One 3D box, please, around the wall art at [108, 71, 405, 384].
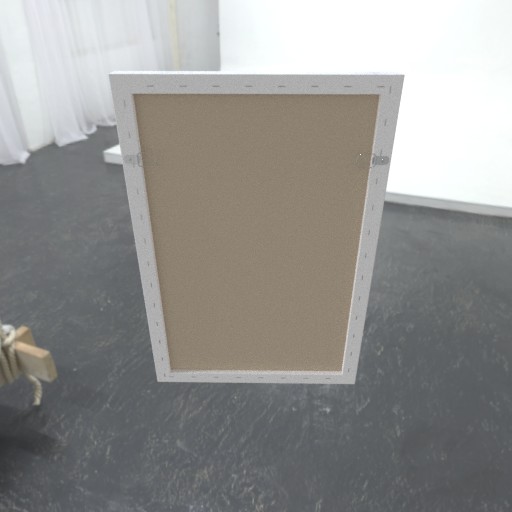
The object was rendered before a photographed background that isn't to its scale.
[{"bbox_3d":[0.000,0.000,1.183,0.624,0.914,0.043,0,31,1],"label":"wall art"}]
